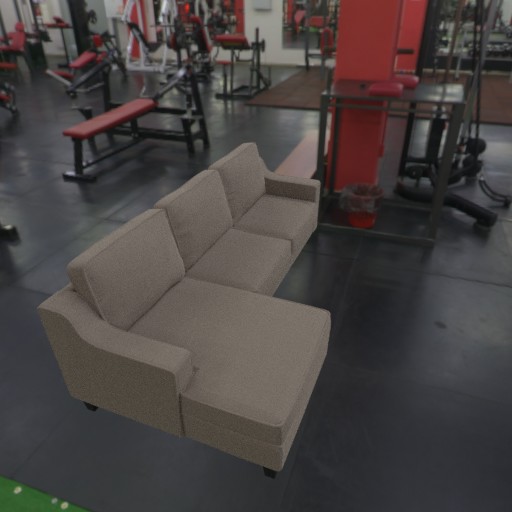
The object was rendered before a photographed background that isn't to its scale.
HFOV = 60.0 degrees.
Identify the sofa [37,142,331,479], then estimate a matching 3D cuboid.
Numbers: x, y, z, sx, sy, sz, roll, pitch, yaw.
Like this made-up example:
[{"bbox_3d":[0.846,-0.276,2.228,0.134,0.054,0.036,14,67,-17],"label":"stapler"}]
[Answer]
[{"bbox_3d":[0.000,0.000,3.106,1.294,0.928,2.561,12,33,19],"label":"sofa"}]
